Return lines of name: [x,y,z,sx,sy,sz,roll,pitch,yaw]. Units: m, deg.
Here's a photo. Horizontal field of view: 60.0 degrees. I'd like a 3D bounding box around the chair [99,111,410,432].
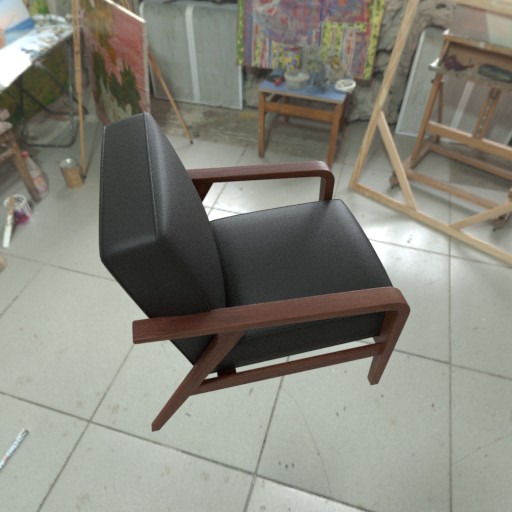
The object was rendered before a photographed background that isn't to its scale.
chair: [0.000,0.000,1.516,0.889,0.861,0.719,-9,47,-9]
